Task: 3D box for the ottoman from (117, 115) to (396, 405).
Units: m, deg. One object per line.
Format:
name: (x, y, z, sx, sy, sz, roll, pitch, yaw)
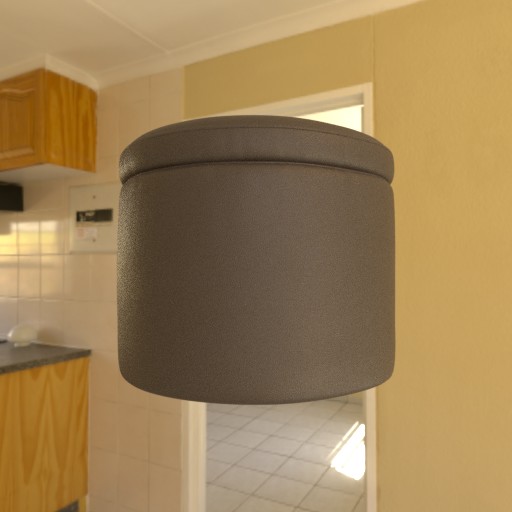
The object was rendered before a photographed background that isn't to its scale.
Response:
ottoman: (0.000, 0.000, 0.833, 0.500, 0.409, 0.500, 0, -1, 0)
